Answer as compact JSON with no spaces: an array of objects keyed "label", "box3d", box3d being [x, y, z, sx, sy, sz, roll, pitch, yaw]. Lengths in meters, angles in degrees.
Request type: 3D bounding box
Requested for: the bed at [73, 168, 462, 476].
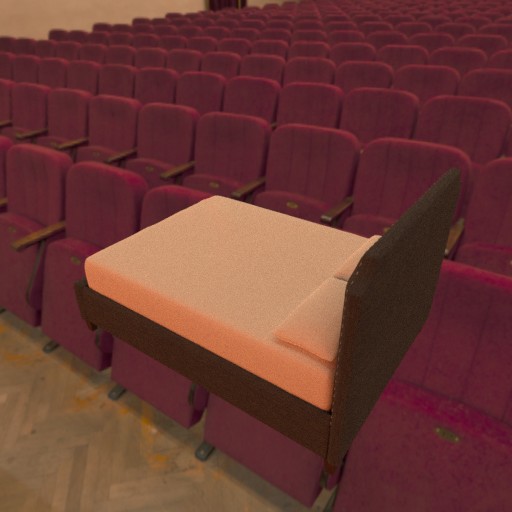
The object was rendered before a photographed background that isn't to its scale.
[{"label":"bed","box3d":[0.000,0.000,3.361,2.372,1.443,1.713,20,36,30]}]
